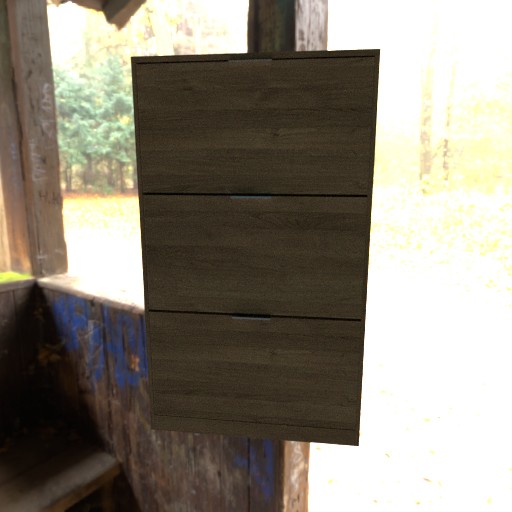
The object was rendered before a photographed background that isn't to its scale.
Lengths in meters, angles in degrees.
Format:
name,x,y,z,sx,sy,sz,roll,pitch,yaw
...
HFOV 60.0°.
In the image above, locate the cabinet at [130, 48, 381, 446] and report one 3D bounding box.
name,x,y,z,sx,sy,sz,roll,pitch,yaw
cabinet,0.000,0.000,1.555,0.750,1.280,0.250,2,12,8
